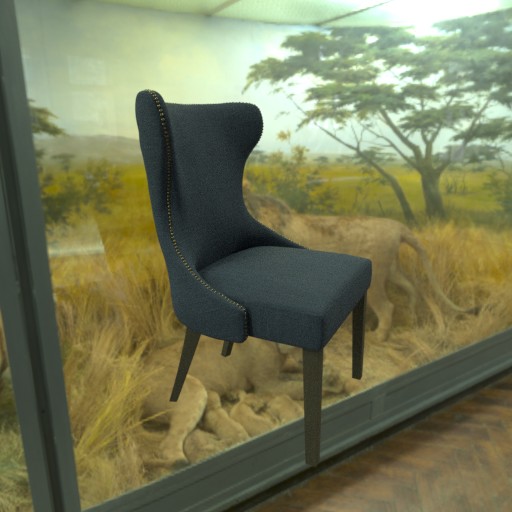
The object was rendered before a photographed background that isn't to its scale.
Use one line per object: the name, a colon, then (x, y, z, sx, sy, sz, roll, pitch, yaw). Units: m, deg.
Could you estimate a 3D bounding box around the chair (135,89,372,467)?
chair: (0.000, 0.000, 1.402, 0.635, 0.967, 0.628, 8, 17, 25)
